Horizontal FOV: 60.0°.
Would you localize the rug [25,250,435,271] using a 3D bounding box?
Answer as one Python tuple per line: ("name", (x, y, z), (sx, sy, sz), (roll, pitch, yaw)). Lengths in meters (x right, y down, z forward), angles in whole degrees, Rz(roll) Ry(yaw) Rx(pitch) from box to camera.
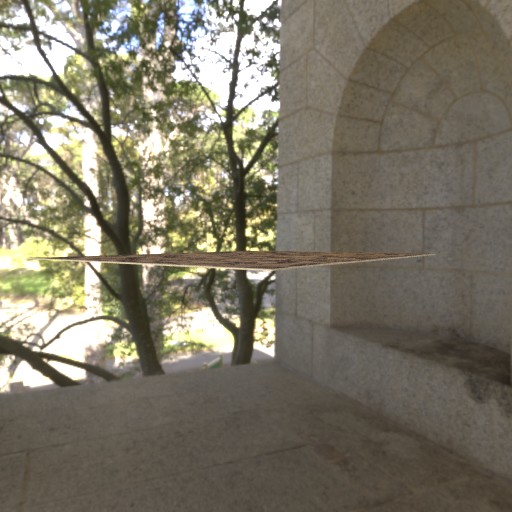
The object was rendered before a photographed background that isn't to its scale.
("rug", (0.000, 0.000, 4.018), (2.380, 0.008, 2.977), (1, 3, 36))
